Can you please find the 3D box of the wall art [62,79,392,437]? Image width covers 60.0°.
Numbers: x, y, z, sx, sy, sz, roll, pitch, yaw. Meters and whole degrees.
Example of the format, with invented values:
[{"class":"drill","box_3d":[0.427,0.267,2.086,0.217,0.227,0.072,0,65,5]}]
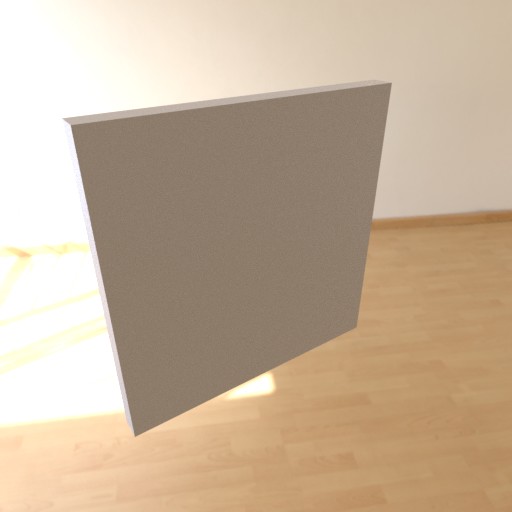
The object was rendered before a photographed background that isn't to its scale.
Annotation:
[{"class":"wall art","box_3d":[0.000,0.000,0.518,0.355,0.355,0.027,-19,35,-29]}]
